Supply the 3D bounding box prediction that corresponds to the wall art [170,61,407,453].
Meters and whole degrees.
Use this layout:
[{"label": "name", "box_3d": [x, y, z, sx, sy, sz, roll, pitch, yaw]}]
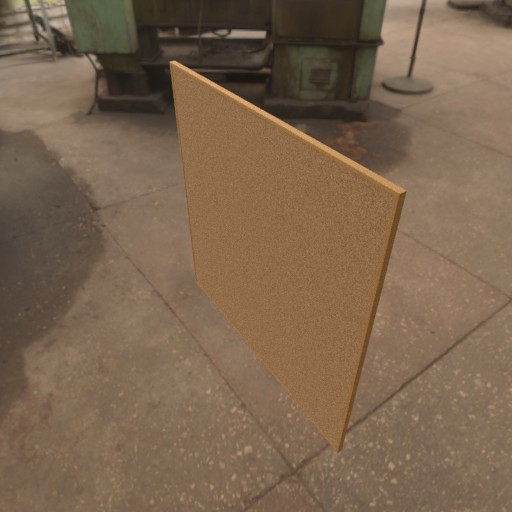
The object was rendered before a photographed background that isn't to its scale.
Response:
[{"label": "wall art", "box_3d": [0.000, 0.000, 0.968, 0.014, 0.655, 0.657, -23, 45, -25]}]
